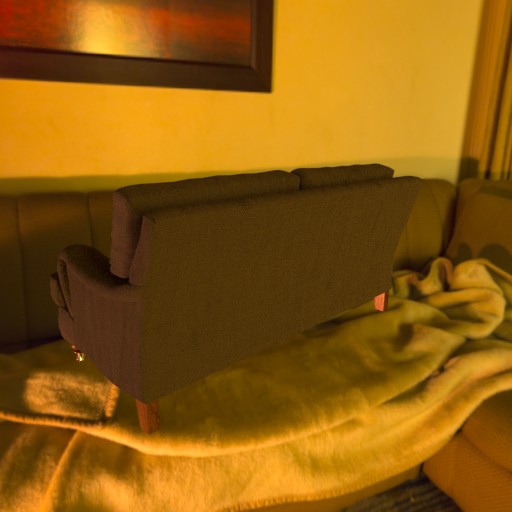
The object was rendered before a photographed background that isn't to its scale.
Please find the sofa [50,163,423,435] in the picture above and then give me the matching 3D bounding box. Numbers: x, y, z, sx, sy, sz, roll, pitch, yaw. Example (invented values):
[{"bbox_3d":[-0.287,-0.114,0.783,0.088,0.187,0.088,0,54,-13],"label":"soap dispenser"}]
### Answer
[{"bbox_3d":[0.000,0.000,2.744,2.165,1.087,1.086,-15,21,-43],"label":"sofa"}]
